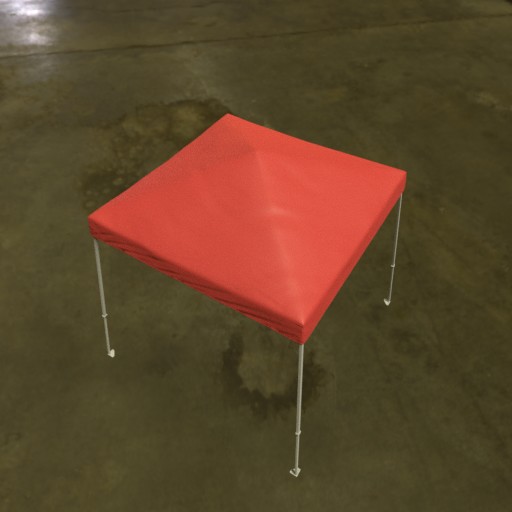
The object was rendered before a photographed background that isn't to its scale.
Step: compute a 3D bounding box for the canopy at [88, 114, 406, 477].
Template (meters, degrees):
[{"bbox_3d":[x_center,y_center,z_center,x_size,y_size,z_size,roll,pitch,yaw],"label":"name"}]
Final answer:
[{"bbox_3d":[0.000,0.000,5.151,2.849,2.849,2.848,25,51,22],"label":"canopy"}]
